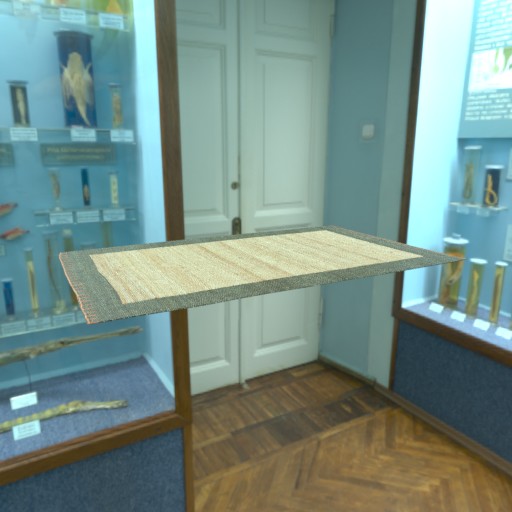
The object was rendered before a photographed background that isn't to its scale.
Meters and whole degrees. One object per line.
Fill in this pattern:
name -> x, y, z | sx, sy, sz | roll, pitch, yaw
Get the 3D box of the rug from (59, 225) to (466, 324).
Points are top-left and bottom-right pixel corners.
rug -> 0.000, 0.000, 3.074 | 2.435, 0.006, 1.521 | -7, 15, -27
